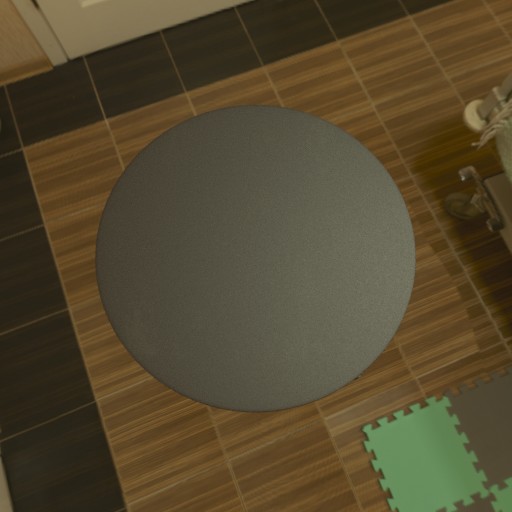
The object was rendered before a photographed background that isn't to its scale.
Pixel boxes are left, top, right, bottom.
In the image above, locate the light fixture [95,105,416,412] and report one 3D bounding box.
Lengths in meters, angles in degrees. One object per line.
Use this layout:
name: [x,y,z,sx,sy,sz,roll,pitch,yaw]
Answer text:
light fixture: [0.000,0.000,0.539,0.356,0.102,0.356,0,74,0]
